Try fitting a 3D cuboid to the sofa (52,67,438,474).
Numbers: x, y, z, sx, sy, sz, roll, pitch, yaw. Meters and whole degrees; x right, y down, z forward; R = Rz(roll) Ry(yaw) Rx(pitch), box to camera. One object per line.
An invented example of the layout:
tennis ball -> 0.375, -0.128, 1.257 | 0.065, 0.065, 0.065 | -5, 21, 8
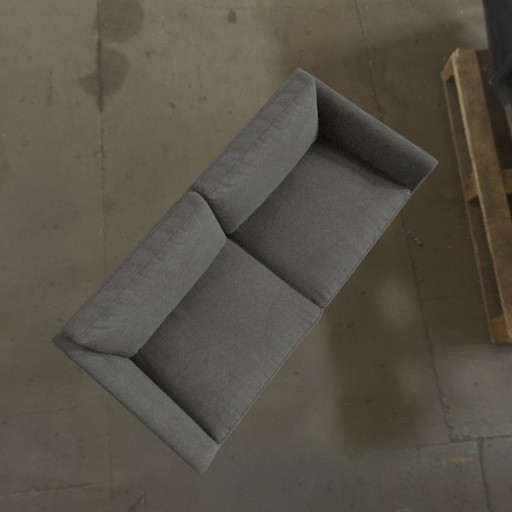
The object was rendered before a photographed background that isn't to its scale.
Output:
sofa -> 0.000, 0.000, 2.758 | 1.092, 0.838, 2.257 | 38, 78, 9
